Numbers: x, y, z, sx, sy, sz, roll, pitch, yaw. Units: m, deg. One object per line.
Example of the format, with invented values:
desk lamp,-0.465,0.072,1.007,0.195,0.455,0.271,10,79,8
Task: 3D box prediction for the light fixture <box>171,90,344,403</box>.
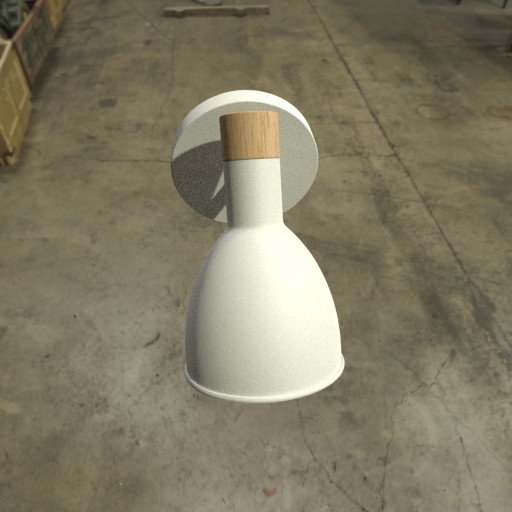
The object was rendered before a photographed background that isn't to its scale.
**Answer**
light fixture,0.000,0.000,0.337,0.127,0.199,0.209,-4,46,-4
